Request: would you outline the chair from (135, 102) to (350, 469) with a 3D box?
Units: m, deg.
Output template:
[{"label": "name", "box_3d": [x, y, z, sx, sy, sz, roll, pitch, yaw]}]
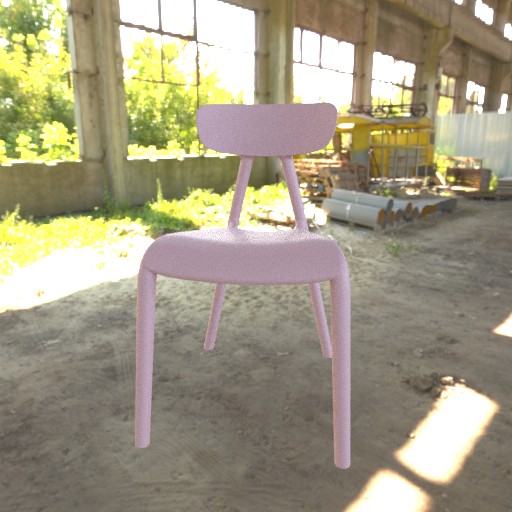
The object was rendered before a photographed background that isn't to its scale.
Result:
[{"label": "chair", "box_3d": [0.000, 0.000, 0.839, 0.356, 0.580, 0.401, 2, 14, 8]}]
